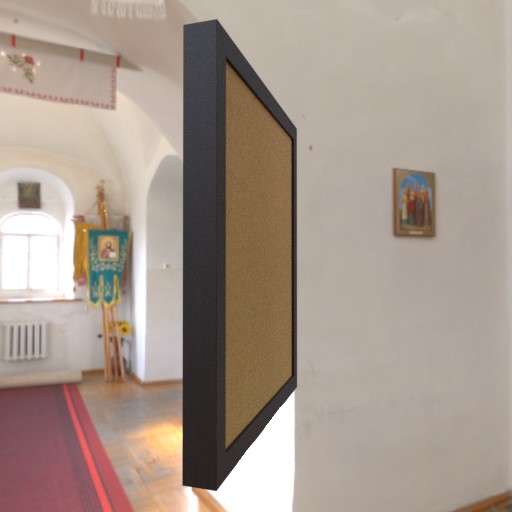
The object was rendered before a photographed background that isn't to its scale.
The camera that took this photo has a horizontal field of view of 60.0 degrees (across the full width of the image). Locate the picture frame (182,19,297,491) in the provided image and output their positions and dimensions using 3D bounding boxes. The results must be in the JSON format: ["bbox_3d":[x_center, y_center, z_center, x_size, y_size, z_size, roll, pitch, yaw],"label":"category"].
[{"bbox_3d":[0.000,0.000,0.744,0.044,0.555,0.452,0,-1,17],"label":"picture frame"}]
